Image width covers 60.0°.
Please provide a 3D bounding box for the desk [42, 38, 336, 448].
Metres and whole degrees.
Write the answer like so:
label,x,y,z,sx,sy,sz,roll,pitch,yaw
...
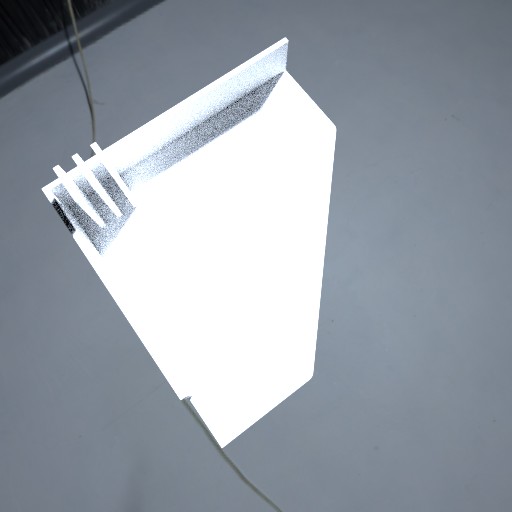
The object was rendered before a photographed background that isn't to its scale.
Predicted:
label,x,y,z,sx,sy,sz,roll,pitch,yaw
desk,0.000,0.000,1.728,0.940,0.986,0.940,-35,77,-9
